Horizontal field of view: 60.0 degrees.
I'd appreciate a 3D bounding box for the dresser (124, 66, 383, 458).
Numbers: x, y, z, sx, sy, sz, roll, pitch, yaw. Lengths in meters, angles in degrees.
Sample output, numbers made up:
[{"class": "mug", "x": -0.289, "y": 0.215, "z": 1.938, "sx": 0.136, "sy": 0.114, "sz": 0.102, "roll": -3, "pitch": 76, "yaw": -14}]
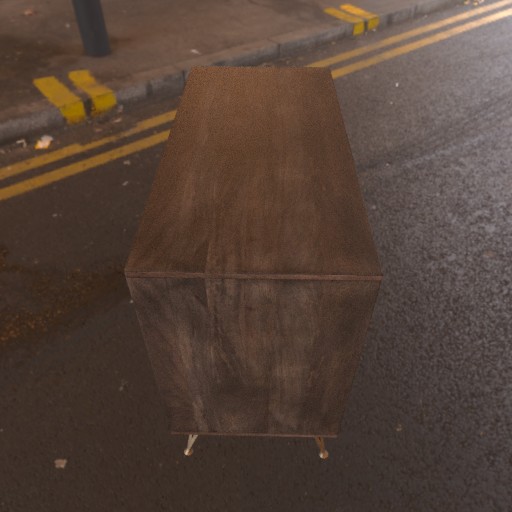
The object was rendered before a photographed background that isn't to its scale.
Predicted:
[{"class": "dresser", "x": 0.000, "y": 0.000, "z": 1.368, "sx": 0.453, "sy": 0.801, "sz": 0.923, "roll": 1, "pitch": 44, "yaw": 1}]
